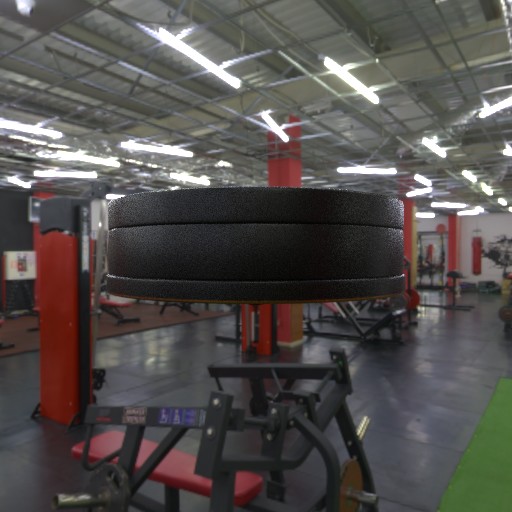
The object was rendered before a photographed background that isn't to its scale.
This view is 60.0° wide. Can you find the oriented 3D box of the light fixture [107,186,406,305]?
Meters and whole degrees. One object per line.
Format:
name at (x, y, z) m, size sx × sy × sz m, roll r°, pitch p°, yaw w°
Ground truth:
light fixture at (0.000, 0.000, 0.443) m, size 0.283 × 0.097 × 0.283 m, roll 0°, pitch 0°, yaw 0°
